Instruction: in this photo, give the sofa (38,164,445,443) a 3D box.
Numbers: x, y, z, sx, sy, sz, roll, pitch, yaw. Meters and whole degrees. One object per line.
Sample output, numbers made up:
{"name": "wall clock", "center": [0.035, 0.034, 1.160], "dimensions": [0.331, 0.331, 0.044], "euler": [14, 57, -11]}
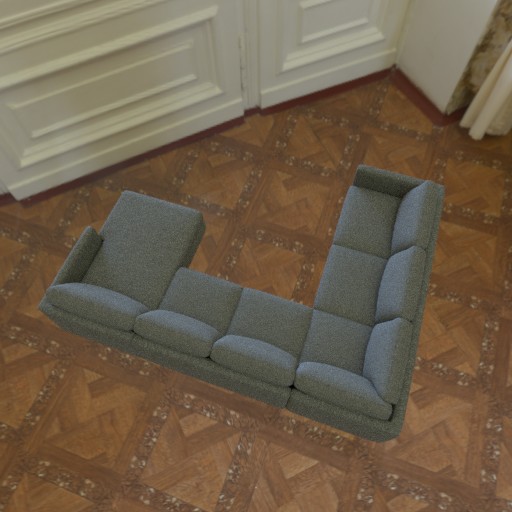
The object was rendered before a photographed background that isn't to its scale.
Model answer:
{"name": "sofa", "center": [0.000, 0.000, 4.420], "dimensions": [3.238, 0.853, 2.551], "euler": [17, 64, 9]}
